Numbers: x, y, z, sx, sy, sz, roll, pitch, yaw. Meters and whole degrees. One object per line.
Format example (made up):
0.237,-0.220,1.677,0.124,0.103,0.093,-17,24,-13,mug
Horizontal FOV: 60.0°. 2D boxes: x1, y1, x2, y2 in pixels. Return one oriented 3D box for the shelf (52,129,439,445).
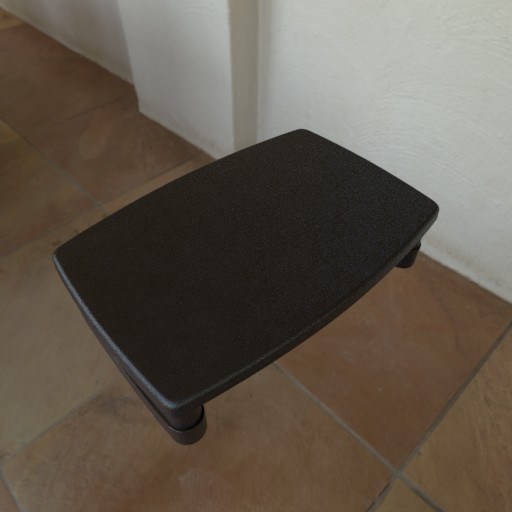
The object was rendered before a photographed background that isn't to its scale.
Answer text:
0.000,0.000,0.545,0.410,0.100,0.280,-32,55,-27,shelf
